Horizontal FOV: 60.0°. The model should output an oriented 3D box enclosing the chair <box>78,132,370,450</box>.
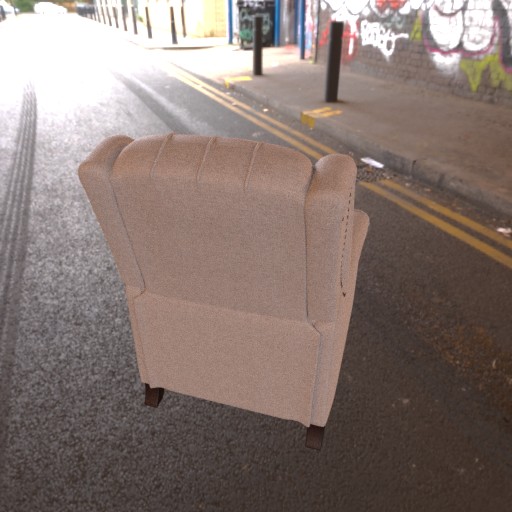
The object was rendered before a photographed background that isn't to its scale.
[{"bbox_3d":[0.000,0.000,1.603,0.742,1.035,0.902,9,31,15],"label":"chair"}]
